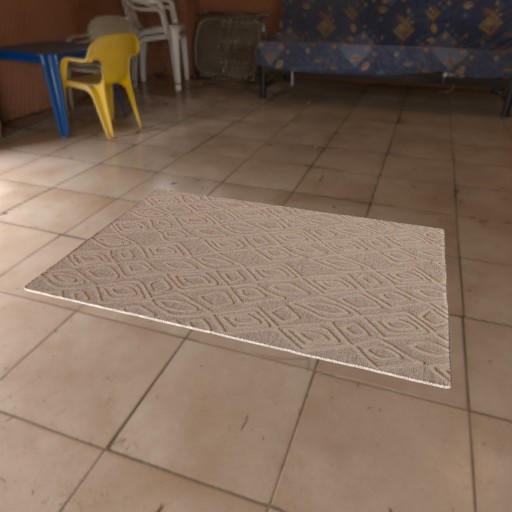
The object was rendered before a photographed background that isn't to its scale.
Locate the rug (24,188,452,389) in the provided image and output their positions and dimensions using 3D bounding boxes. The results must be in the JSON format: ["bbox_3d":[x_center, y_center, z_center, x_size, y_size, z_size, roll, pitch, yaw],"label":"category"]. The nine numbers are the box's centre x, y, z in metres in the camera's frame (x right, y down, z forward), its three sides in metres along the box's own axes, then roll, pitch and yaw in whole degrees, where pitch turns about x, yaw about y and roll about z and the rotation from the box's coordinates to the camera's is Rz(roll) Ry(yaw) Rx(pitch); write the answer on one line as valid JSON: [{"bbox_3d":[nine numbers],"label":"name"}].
[{"bbox_3d":[0.000,0.000,2.256,1.832,0.016,1.224,10,33,16],"label":"rug"}]
